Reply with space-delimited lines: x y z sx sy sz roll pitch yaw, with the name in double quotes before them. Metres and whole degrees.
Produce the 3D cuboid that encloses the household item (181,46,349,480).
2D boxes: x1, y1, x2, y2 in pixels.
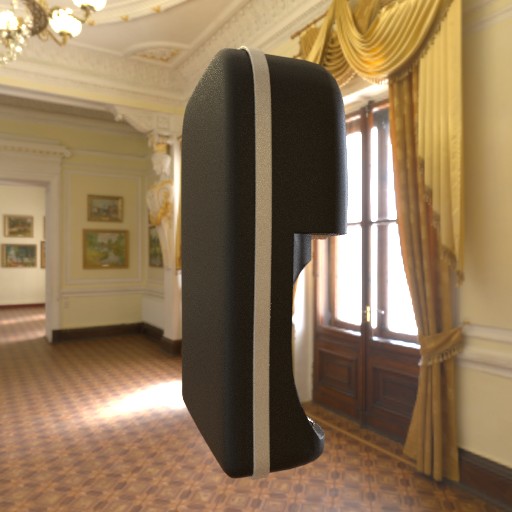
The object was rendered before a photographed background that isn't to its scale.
"household item" 0.000 0.000 0.144 0.038 0.114 0.070 0 0 -19
